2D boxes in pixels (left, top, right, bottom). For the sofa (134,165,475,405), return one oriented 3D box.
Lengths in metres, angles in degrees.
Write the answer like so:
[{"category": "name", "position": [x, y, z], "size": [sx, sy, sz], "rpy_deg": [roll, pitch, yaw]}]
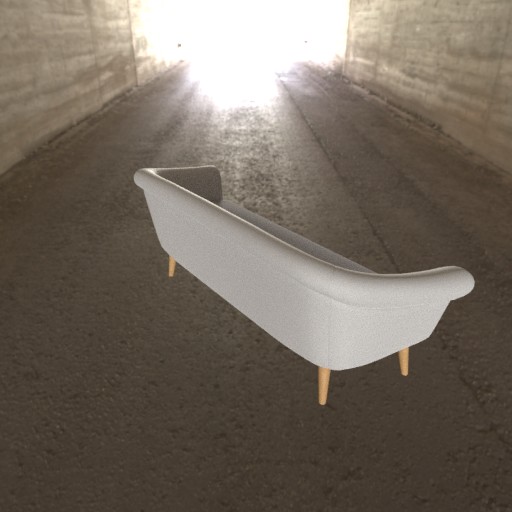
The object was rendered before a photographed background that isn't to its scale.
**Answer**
[{"category": "sofa", "position": [0.000, 0.000, 2.574], "size": [0.827, 0.795, 2.160], "rpy_deg": [-19, 33, -33]}]
